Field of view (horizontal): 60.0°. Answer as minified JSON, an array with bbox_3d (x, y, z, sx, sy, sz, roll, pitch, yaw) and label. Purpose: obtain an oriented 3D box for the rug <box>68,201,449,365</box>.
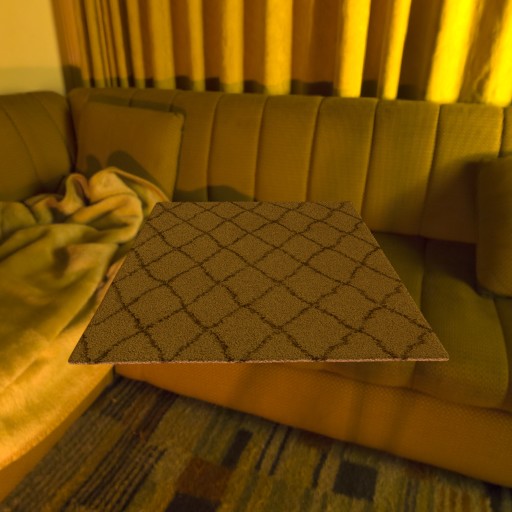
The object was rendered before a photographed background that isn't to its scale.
[{"bbox_3d":[0.000,0.000,4.175,2.438,0.029,3.047,0,26,-1],"label":"rug"}]
